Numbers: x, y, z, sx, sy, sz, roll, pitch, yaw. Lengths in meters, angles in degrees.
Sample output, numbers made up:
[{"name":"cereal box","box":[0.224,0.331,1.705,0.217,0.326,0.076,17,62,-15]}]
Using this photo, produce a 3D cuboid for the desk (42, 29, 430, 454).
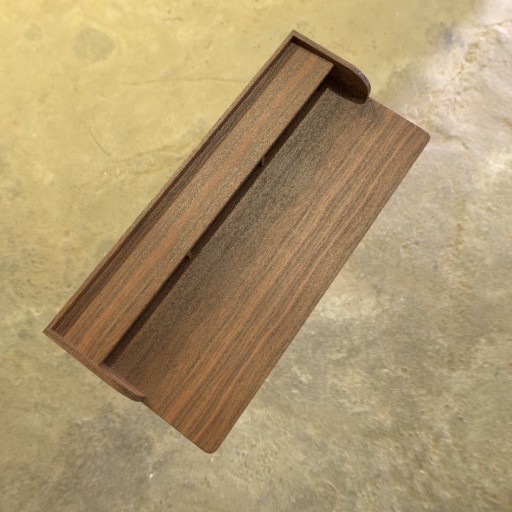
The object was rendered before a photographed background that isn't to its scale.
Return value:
[{"name":"desk","box":[0.000,0.000,1.688,0.565,0.854,1.200,35,78,8]}]
